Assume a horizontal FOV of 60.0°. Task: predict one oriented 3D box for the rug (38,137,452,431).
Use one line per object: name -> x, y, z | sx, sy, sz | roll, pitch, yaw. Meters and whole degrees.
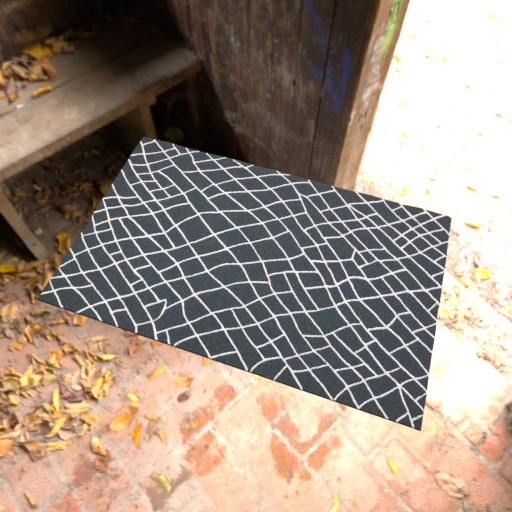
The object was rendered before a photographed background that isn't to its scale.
rug -> 0.000, 0.000, 3.008 | 2.448, 0.017, 1.529 | 16, 61, 9
